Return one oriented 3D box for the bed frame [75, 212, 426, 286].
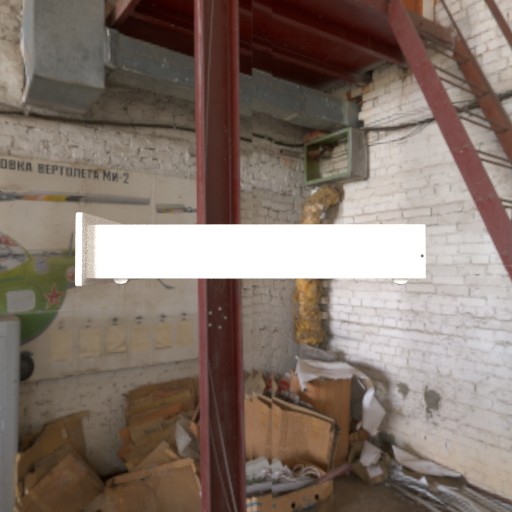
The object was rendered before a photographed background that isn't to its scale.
[{"bbox_3d":[0.000,0.000,1.488,0.670,0.141,1.300,0,-1,1],"label":"bed frame"}]
